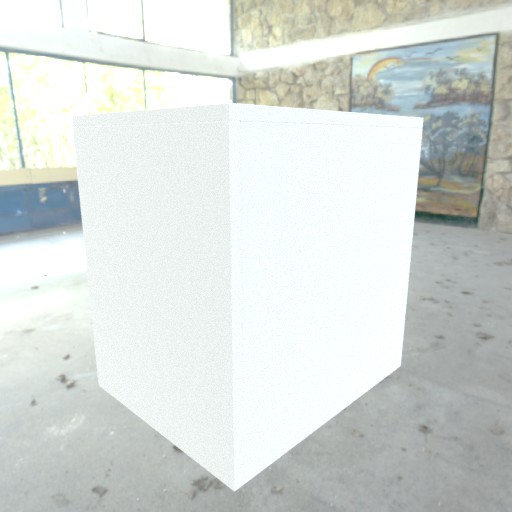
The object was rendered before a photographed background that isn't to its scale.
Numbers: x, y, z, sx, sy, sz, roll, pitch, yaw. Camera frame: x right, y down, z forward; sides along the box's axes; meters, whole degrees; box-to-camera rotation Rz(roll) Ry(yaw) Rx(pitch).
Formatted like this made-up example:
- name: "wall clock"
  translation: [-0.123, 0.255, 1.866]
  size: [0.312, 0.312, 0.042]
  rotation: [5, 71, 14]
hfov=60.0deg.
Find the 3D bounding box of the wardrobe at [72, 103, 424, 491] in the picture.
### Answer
- name: "wardrobe"
  translation: [0.000, 0.000, 0.866]
  size: [0.400, 0.520, 0.500]
  rotation: [14, 20, 42]
